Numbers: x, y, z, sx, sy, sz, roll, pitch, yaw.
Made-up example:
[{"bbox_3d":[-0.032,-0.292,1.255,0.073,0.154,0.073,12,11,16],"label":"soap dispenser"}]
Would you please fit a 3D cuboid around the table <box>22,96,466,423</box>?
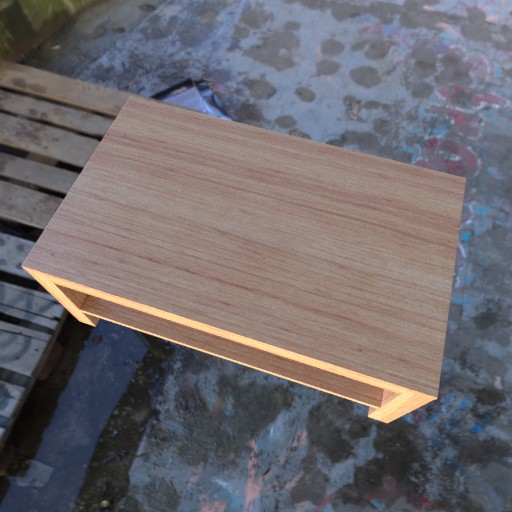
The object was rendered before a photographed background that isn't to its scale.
[{"bbox_3d":[0.000,0.000,1.505,1.146,0.457,0.695,16,63,8],"label":"table"}]
